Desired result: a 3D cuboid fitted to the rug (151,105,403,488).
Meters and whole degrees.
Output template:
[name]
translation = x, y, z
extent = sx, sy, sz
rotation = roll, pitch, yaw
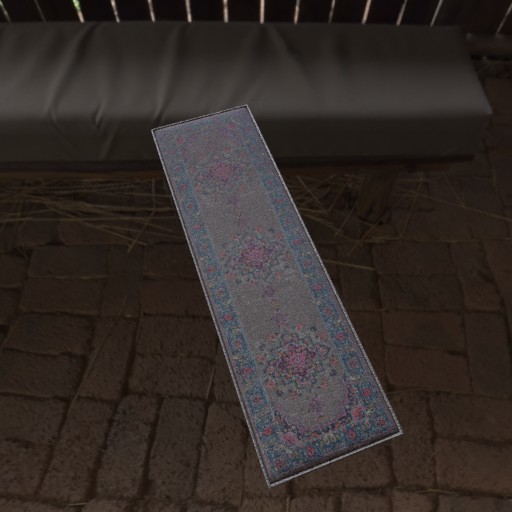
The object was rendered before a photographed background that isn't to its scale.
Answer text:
[rug]
translation = 0.000, 0.000, 2.046
extent = 0.553, 0.012, 1.827
rotation = -18, 64, -9
